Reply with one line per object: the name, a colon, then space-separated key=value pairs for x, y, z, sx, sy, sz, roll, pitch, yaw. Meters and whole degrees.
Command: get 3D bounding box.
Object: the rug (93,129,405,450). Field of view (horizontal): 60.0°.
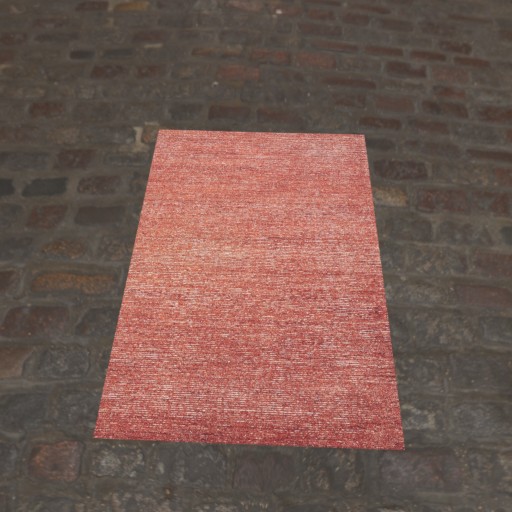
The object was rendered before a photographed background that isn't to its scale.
rug: x=0.000 y=0.000 z=5.010 sx=2.803 sy=0.025 sz=3.965 roll=2 pitch=58 yaw=1
